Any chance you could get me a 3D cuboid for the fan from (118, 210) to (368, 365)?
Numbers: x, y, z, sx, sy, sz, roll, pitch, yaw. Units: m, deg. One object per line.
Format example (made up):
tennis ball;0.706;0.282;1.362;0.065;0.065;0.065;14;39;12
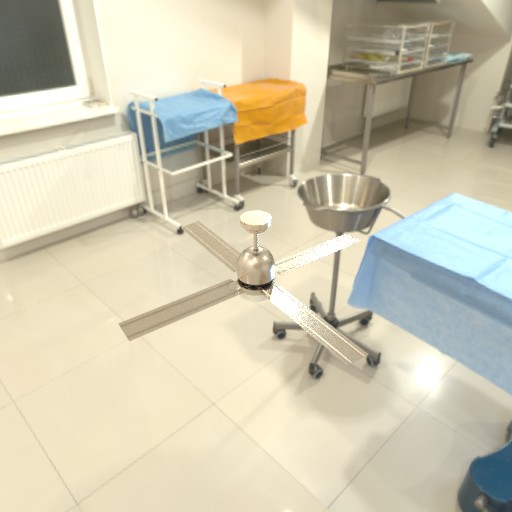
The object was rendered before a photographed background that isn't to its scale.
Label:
fan;0.000;0.000;2.091;1.346;0.406;1.346;-22;39;-31
